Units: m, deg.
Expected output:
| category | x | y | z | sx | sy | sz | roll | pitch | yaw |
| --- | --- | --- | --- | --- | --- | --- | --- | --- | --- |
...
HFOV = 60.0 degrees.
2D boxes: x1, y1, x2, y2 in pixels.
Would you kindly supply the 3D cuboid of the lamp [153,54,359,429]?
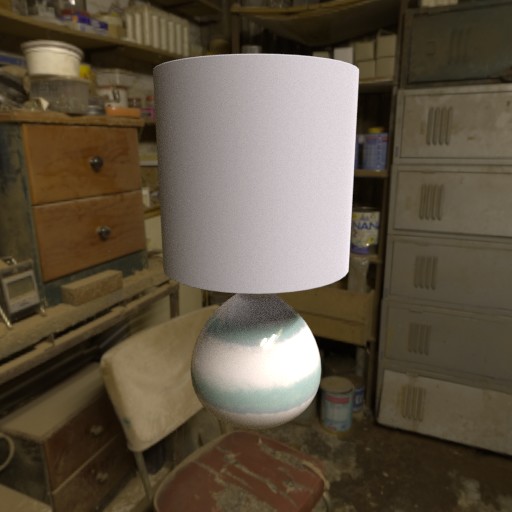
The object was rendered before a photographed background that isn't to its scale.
| category | x | y | z | sx | sy | sz | roll | pitch | yaw |
| --- | --- | --- | --- | --- | --- | --- | --- | --- | --- |
| lamp | 0.000 | 0.000 | 0.526 | 0.217 | 0.404 | 0.217 | 7 | 16 | 25 |
